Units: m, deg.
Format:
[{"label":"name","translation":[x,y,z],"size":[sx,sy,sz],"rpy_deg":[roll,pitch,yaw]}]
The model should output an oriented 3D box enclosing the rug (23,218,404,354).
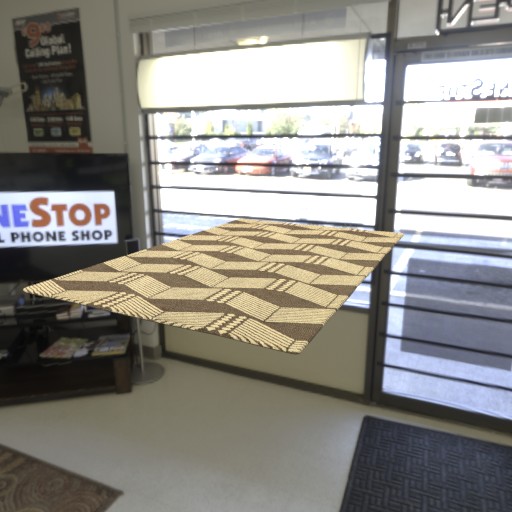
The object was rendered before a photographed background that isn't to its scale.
[{"label":"rug","translation":[0.000,0.000,2.325],"size":[1.210,0.016,1.833],"rpy_deg":[7,17,26]}]
